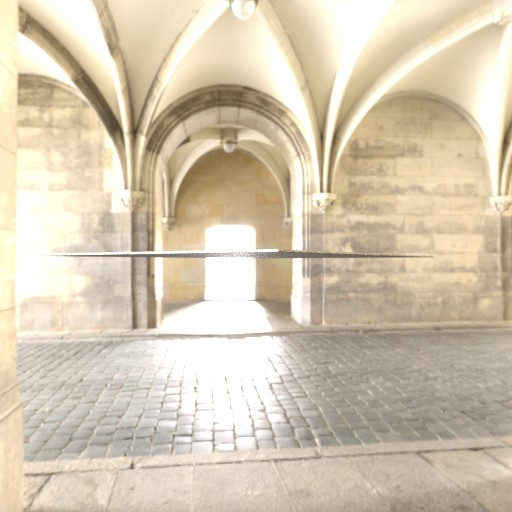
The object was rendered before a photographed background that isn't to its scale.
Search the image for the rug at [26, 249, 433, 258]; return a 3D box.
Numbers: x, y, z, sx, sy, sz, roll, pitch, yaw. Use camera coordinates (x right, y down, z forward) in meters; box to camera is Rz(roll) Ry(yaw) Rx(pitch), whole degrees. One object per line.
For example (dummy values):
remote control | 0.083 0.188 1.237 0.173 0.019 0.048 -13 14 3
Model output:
rug | 0.000 0.000 4.142 2.447 0.014 3.061 -1 -1 35
